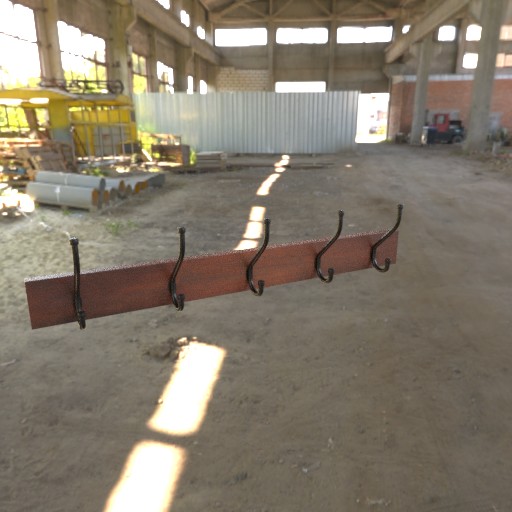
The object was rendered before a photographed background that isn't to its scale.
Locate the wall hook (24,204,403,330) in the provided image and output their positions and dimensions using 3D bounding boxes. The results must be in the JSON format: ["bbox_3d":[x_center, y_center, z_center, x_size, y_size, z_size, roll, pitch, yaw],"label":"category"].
[{"bbox_3d":[0.000,0.000,0.613,0.571,0.117,0.071,-8,18,-26],"label":"wall hook"}]
